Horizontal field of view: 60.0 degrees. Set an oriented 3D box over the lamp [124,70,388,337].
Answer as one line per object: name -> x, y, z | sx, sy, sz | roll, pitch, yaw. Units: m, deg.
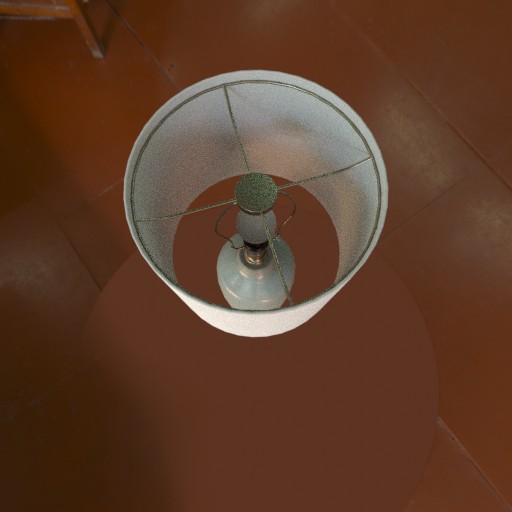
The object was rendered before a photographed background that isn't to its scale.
lamp -> 0.000, 0.000, 0.599 | 0.220, 0.475, 0.220 | -2, 75, -1
